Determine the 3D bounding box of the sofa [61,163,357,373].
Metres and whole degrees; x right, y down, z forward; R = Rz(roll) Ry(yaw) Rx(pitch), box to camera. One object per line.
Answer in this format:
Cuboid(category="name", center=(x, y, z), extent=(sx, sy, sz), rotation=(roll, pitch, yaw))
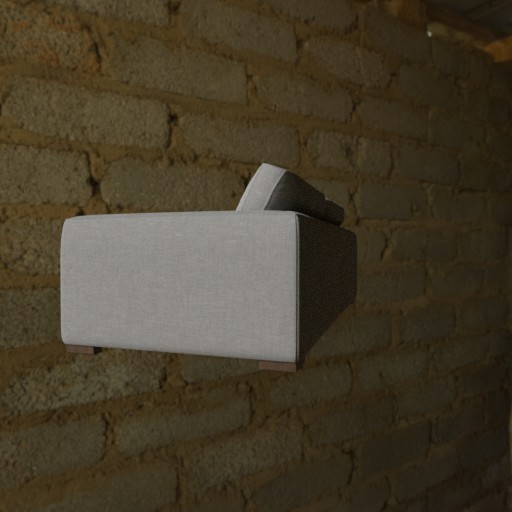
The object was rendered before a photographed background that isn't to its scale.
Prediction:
Cuboid(category="sofa", center=(0.000, 0.000, 2.775), extent=(1.070, 0.801, 2.262), rotation=(0, 1, 18))
